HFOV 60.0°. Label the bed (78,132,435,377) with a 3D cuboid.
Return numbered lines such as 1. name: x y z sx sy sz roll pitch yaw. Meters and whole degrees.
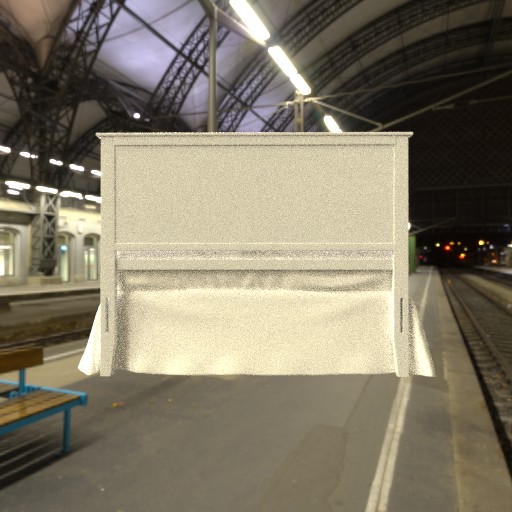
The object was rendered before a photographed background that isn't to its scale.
1. bed: 0.000 0.000 3.277 1.876 1.269 2.047 0 0 1
